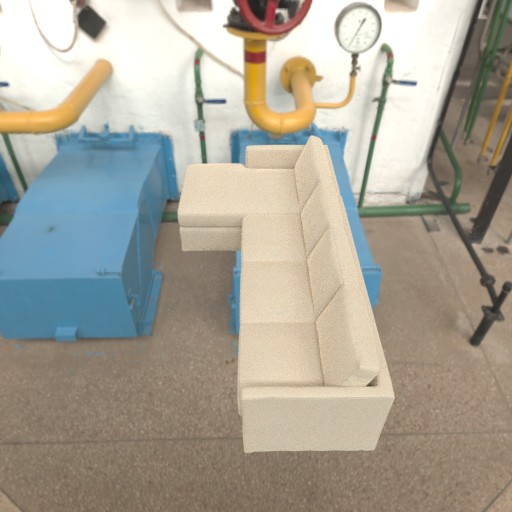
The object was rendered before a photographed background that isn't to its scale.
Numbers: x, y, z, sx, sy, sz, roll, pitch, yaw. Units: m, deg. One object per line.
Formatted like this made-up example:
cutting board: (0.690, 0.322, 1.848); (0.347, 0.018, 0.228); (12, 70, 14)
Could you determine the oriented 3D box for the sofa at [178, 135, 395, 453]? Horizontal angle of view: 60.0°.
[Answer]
sofa: (0.000, 0.000, 4.008); (1.650, 0.922, 3.205); (0, 41, 0)
